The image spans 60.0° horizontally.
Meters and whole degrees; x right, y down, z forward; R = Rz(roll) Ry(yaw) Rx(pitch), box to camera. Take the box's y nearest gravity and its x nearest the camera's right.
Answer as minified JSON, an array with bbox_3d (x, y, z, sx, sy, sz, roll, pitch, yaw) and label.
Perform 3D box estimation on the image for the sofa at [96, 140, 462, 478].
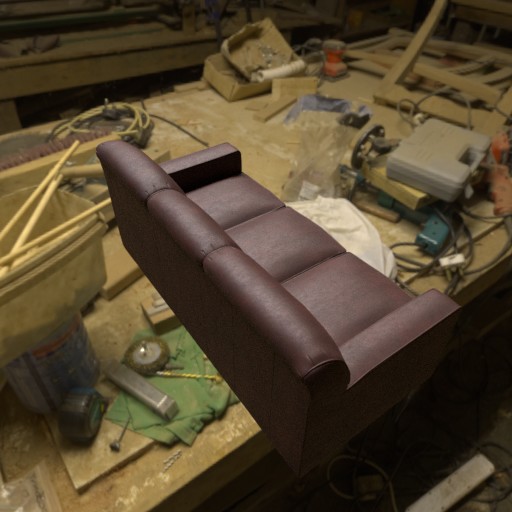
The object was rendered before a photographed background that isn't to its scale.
[{"bbox_3d":[0.000,0.000,2.558,1.008,0.953,2.039,-25,47,-26],"label":"sofa"}]
